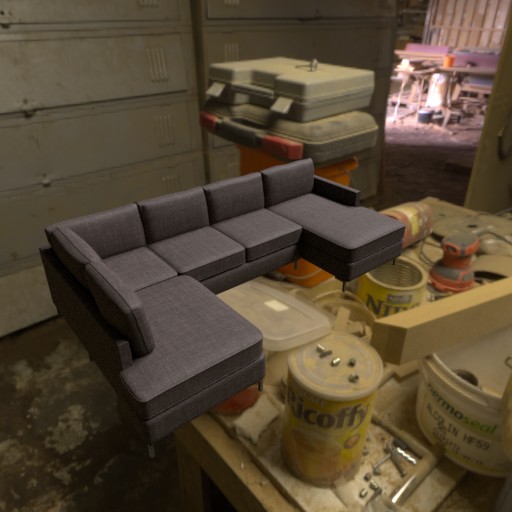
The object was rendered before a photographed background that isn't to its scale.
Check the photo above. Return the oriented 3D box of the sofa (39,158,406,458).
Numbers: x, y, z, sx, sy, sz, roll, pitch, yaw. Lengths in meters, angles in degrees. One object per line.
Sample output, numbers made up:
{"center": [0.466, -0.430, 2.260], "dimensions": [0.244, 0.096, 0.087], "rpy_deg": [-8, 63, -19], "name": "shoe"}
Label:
{"center": [0.000, 0.000, 4.281], "dimensions": [3.423, 0.999, 2.048], "rpy_deg": [-21, 36, -33], "name": "sofa"}
